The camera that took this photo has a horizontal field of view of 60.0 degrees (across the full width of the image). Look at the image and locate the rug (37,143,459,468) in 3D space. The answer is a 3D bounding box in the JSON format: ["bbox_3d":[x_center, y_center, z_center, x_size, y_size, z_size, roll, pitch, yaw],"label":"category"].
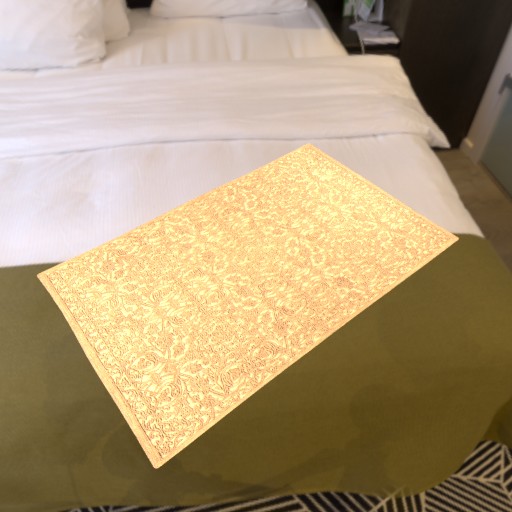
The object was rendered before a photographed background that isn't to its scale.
[{"bbox_3d":[0.000,0.000,2.990,2.435,0.012,1.529,-31,54,-25],"label":"rug"}]
